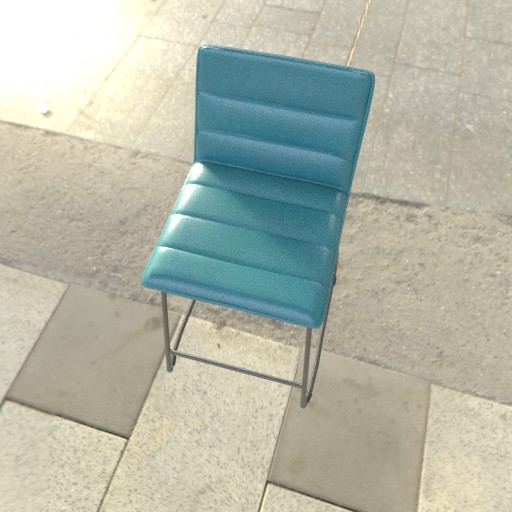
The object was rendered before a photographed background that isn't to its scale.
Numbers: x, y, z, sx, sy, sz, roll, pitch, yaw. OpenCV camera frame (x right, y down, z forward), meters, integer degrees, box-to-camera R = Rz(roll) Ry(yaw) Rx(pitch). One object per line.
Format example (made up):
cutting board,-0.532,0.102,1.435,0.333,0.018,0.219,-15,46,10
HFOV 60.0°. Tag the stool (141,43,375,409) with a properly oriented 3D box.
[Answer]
stool,0.000,0.000,1.180,0.489,0.866,0.524,13,60,8
